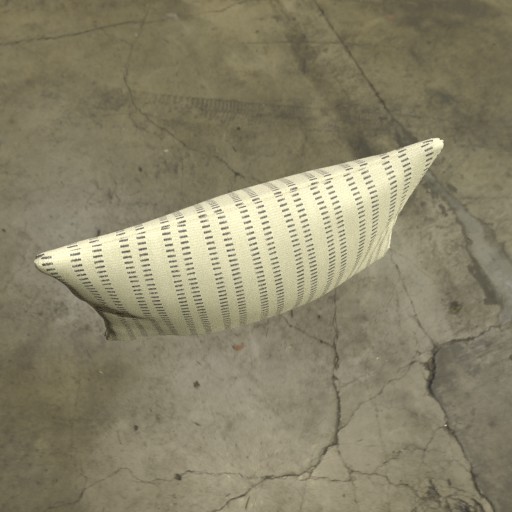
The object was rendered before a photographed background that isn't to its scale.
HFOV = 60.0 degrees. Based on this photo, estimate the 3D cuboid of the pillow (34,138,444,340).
[{"bbox_3d":[0.000,0.000,0.793,0.640,0.353,0.210,-18,64,-9],"label":"pillow"}]
